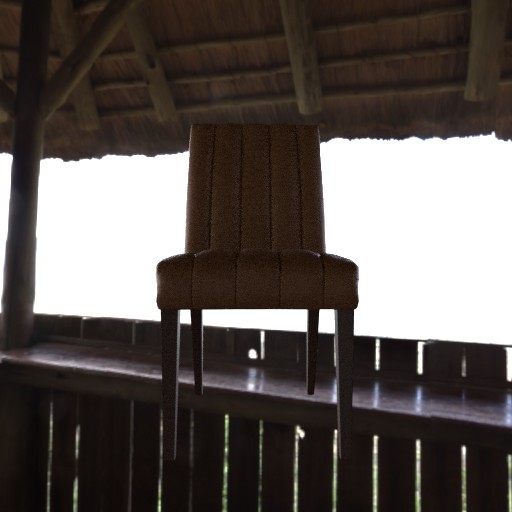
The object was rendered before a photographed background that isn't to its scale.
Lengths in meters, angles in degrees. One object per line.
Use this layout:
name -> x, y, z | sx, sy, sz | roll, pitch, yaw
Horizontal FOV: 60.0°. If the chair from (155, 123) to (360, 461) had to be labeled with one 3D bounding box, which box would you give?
chair -> 0.000, 0.000, 1.375 | 0.511, 1.016, 0.647 | 0, -2, -1
